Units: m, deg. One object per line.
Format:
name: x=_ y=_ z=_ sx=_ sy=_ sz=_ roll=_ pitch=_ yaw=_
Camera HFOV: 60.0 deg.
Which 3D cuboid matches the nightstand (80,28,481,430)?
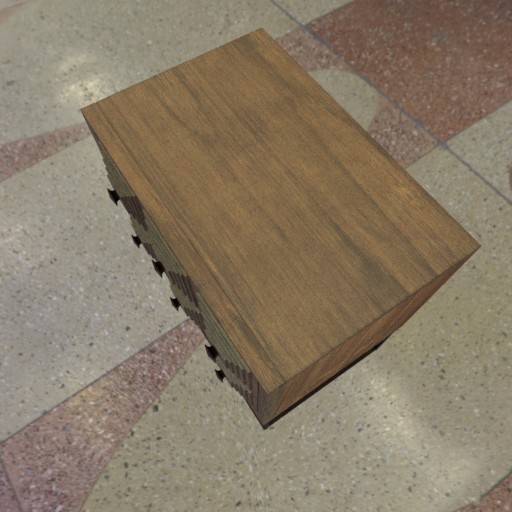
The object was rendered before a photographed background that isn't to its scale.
nightstand: x=0.000 y=0.000 z=1.019 sx=0.437 sy=0.610 sz=0.610 roll=-31 pitch=68 yaw=-14
